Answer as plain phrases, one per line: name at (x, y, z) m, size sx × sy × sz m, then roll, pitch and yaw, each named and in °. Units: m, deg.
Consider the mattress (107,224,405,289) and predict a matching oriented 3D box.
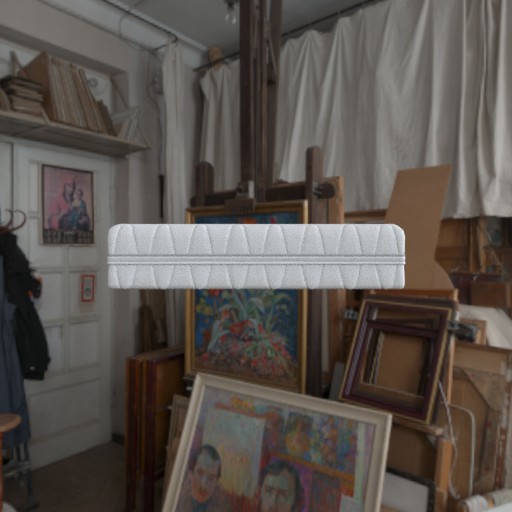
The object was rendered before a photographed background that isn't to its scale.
mattress at (0.000, 0.000, 2.321) m, size 0.900 × 0.200 × 2.000 m, roll 0°, pitch 0°, yaw 0°
